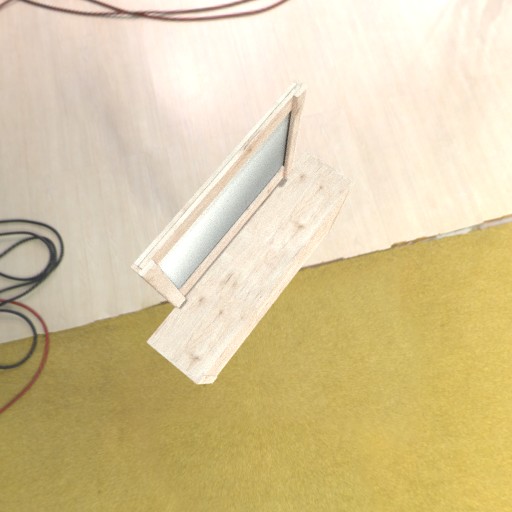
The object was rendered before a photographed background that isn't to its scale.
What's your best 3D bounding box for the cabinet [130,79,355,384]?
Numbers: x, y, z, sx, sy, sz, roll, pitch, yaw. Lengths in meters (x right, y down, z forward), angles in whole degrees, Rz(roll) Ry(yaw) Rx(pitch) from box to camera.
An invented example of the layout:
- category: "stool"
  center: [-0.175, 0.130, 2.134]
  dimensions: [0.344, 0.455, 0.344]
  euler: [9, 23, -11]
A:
- category: "cabinet"
  center: [0.000, 0.000, 2.861]
  dimensions: [0.420, 1.981, 1.700]
  euler: [37, 78, 10]
